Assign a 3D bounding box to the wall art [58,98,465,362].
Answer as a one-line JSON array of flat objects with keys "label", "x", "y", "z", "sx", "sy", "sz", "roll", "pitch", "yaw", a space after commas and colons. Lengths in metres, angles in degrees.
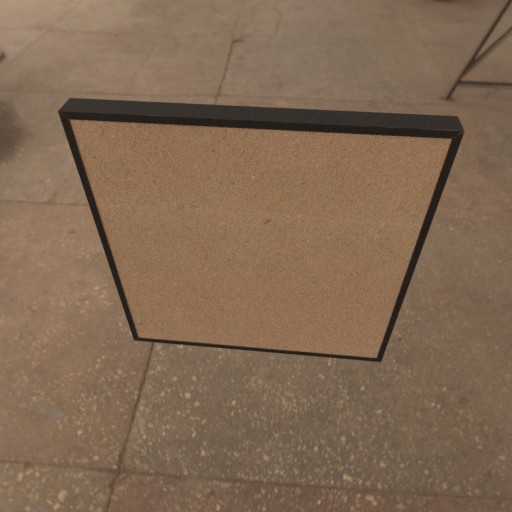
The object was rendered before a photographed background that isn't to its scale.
[{"label": "wall art", "x": 0.000, "y": 0.000, "z": 0.742, "sx": 0.508, "sy": 0.508, "sz": 0.038, "roll": 4, "pitch": 45, "yaw": 4}]
